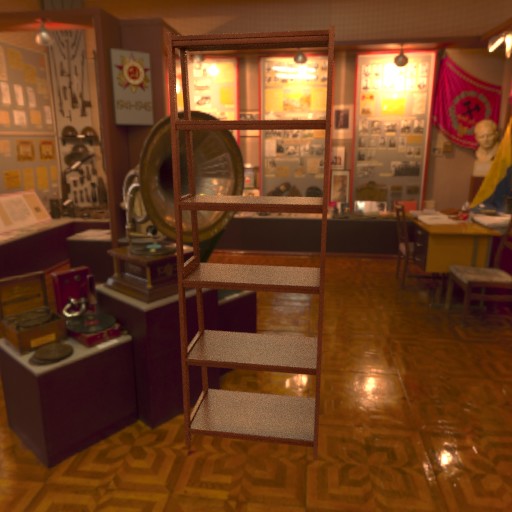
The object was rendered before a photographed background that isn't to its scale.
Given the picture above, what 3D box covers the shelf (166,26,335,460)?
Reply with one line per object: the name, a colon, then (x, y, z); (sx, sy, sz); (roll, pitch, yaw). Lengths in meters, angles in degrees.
shelf: (0.000, 0.000, 2.117); (0.660, 1.892, 0.382); (2, 15, 9)
